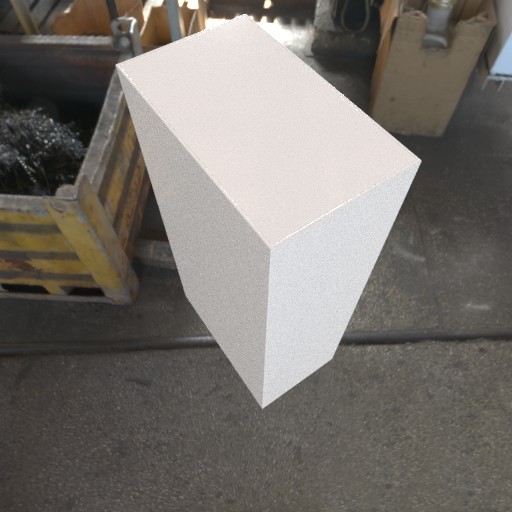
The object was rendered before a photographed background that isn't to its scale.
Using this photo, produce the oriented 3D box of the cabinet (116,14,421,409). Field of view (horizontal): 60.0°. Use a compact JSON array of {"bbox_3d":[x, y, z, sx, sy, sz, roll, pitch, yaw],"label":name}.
[{"bbox_3d":[0.000,0.000,2.325,0.580,1.920,0.980,-31,63,-17],"label":"cabinet"}]
